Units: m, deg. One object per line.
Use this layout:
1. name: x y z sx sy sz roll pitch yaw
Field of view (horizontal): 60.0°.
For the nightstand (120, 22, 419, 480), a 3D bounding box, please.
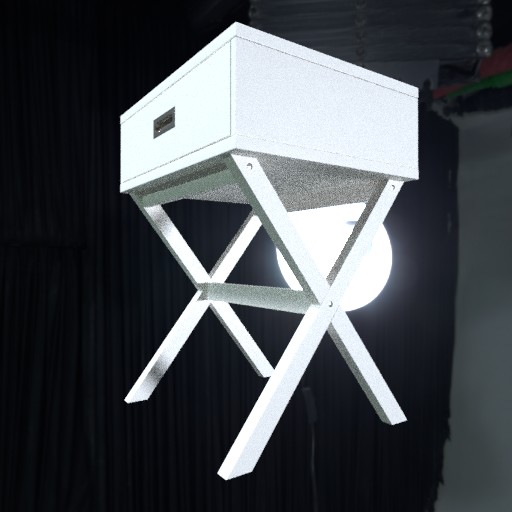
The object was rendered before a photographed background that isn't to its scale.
1. nightstand: 0.000 0.000 0.901 0.402 0.623 0.479 0 -1 -35
